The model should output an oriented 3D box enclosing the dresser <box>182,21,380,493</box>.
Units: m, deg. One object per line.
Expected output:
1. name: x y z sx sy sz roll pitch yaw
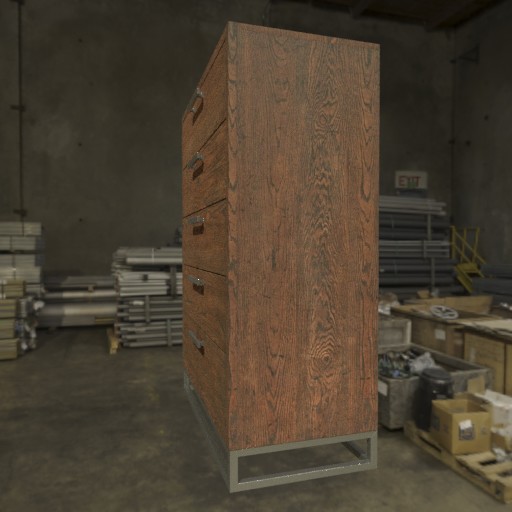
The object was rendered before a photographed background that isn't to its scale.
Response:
1. dresser: 0.000 0.000 1.766 0.508 1.321 0.965 0 1 -17
